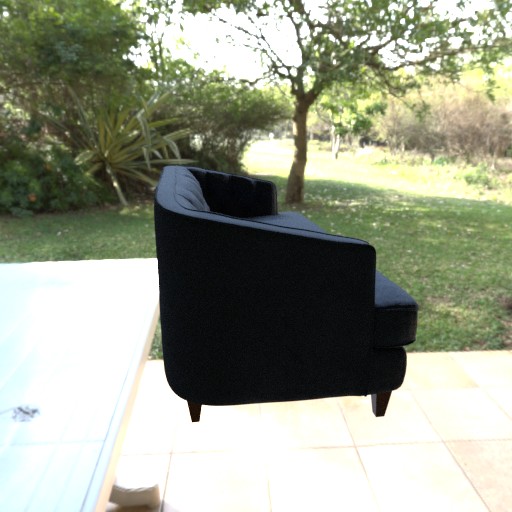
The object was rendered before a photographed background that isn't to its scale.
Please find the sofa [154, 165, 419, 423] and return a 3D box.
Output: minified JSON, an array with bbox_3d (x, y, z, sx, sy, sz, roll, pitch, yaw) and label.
[{"bbox_3d":[0.000,0.000,2.297,0.941,0.854,1.733,-3,17,-9],"label":"sofa"}]
